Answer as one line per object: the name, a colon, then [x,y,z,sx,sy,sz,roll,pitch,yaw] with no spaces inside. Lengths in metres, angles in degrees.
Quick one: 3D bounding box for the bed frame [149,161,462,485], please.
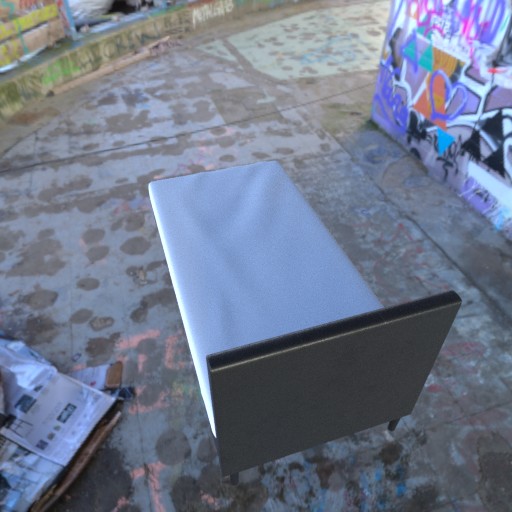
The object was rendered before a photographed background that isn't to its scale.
bed frame: [0.000,0.000,2.547,1.038,1.046,2.152,-12,43,-13]
